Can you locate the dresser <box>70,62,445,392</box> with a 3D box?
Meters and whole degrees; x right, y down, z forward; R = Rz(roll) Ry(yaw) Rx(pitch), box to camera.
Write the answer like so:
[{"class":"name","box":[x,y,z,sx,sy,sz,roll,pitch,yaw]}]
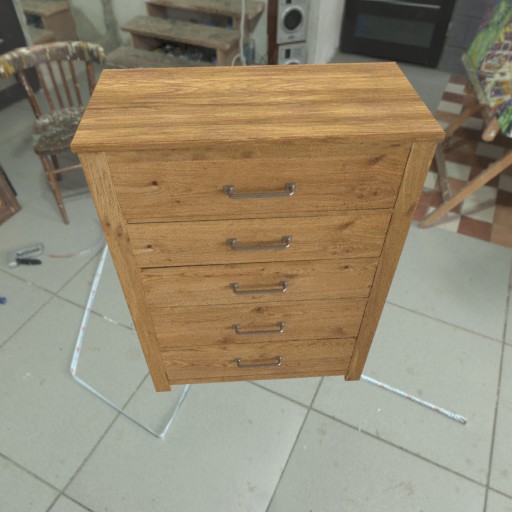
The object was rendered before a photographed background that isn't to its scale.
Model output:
[{"class":"dresser","box":[0.000,0.000,1.940,1.081,1.431,0.558,-2,45,-2]}]
